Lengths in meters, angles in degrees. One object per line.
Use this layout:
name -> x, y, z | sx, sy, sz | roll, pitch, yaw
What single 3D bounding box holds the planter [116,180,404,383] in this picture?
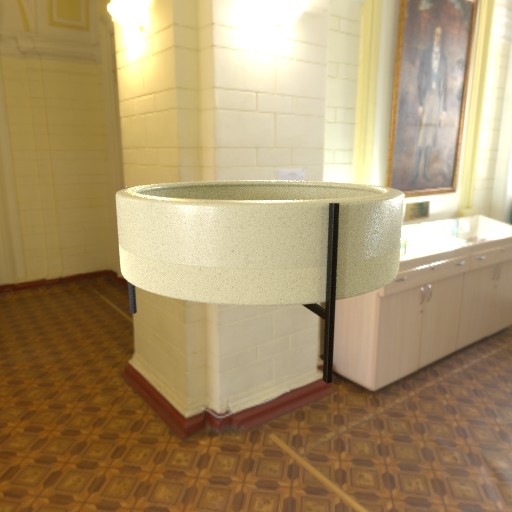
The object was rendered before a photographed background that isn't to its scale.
planter -> 0.000, 0.000, 0.559 | 0.345, 0.171, 0.336 | 2, 13, 8
